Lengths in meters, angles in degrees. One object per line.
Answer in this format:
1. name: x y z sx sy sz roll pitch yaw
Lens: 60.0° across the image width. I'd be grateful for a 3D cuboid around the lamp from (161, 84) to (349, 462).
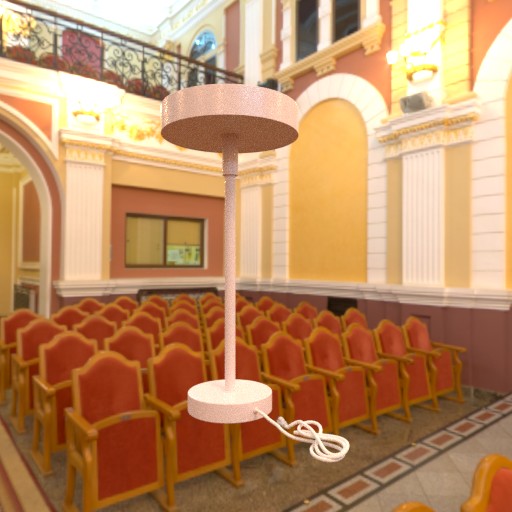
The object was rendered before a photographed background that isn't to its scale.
1. lamp: 0.000 0.000 0.688 0.229 0.508 0.369 1 -1 -38
